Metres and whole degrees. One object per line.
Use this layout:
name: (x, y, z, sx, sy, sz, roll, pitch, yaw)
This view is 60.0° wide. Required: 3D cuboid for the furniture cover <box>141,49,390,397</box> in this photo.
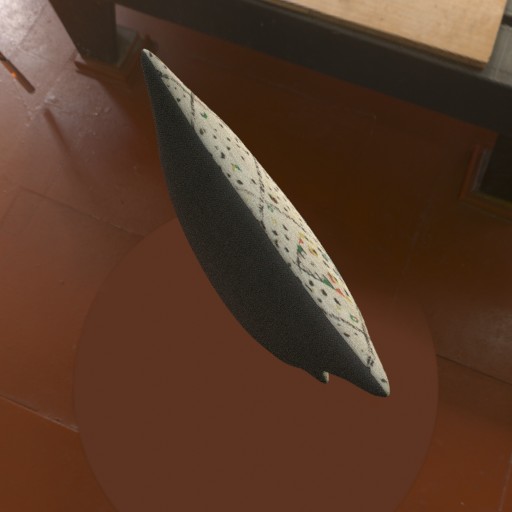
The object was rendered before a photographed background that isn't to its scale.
furniture cover: (0.000, 0.000, 0.759, 0.180, 0.498, 0.525, -33, 78, -8)
